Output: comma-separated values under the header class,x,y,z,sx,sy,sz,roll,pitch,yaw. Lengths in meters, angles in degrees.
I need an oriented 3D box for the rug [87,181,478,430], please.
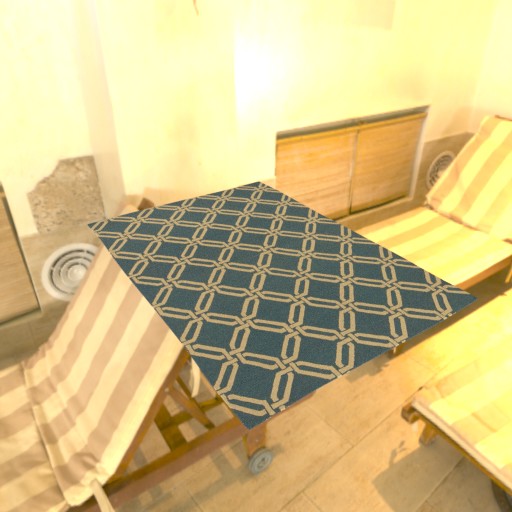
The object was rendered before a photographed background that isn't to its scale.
class,x,y,z,sx,sy,sz,roll,pitch,yaw
rug,0.000,0.000,2.814,1.524,0.013,2.135,-19,36,-29
